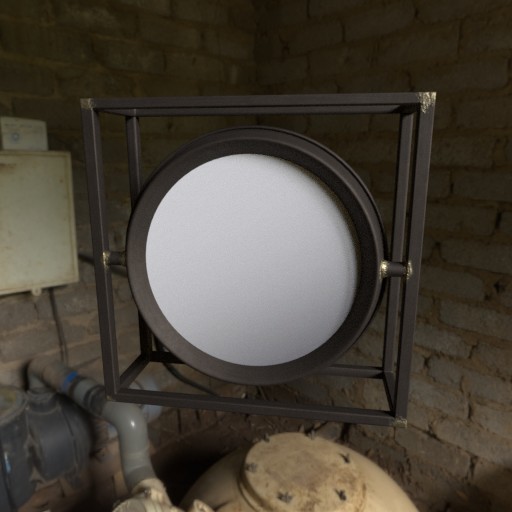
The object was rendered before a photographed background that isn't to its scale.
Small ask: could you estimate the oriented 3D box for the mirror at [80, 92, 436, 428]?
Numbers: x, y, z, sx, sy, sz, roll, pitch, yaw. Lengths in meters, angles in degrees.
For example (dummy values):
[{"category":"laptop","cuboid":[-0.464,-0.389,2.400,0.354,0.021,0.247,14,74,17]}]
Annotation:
[{"category":"mirror","cuboid":[0.000,0.000,0.459,0.306,0.303,0.107,2,14,9]}]
